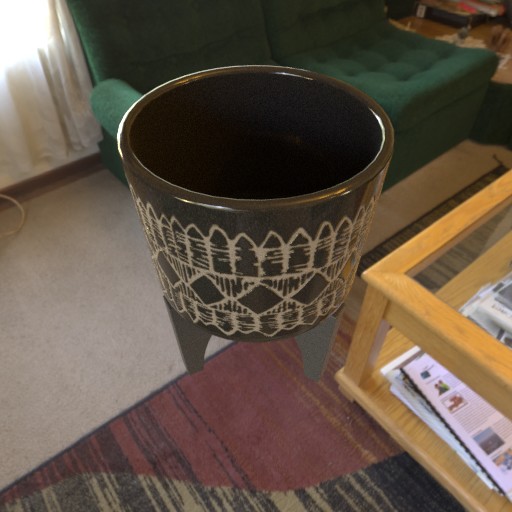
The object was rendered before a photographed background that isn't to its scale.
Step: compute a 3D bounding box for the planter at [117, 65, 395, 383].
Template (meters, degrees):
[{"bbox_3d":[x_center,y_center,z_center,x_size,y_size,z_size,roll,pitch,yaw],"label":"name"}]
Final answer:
[{"bbox_3d":[0.000,0.000,0.532,0.251,0.355,0.251,25,51,23],"label":"planter"}]
